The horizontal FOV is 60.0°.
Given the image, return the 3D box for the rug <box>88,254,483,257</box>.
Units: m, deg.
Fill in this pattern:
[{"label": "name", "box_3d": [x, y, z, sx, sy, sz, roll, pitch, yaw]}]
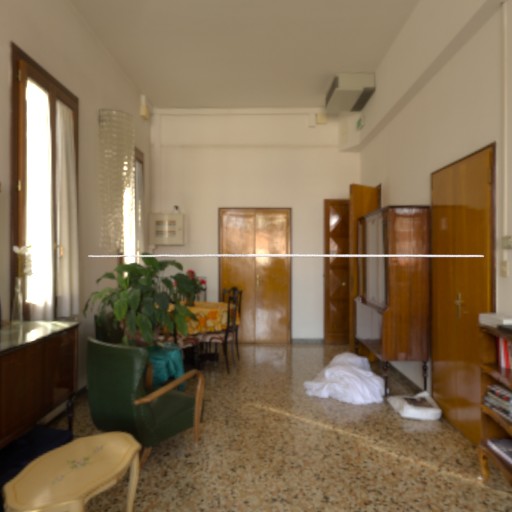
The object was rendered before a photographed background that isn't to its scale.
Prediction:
[{"label": "rug", "box_3d": [0.000, 0.000, 4.485, 2.448, 0.020, 3.359, 0, 0, -35]}]
